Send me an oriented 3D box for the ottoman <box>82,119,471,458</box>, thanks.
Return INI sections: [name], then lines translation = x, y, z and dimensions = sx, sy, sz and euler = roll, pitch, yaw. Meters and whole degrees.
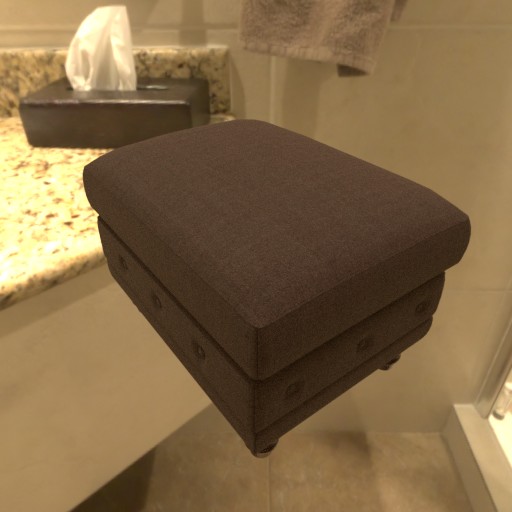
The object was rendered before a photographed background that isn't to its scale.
[ottoman]
translation = 0.000, 0.000, 1.172
dimensions = 0.599, 0.555, 0.809
euler = -23, 41, -30
